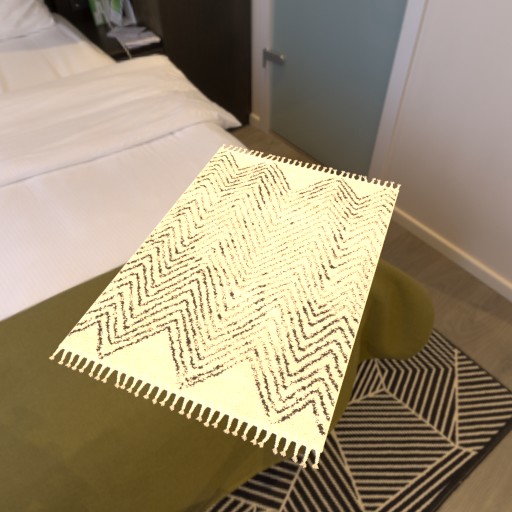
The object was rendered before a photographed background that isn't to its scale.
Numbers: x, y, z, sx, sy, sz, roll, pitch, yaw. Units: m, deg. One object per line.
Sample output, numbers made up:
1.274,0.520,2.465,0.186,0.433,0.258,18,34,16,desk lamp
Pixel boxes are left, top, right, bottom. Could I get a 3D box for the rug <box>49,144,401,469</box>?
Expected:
0.000,0.000,2.360,1.230,0.014,1.847,16,49,15,rug
